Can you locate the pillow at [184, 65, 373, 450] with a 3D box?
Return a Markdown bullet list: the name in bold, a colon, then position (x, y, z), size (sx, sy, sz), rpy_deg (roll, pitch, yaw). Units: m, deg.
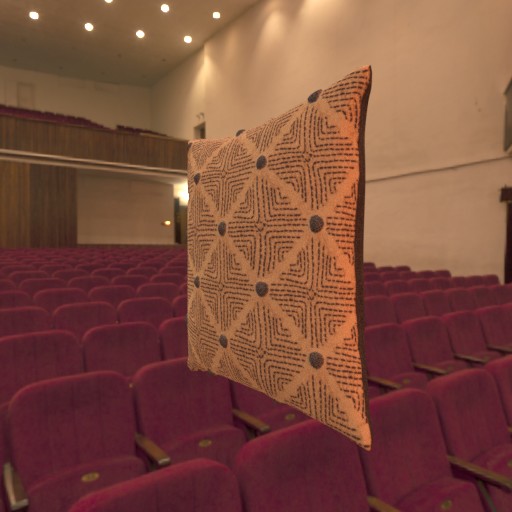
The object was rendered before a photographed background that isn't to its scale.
- **pillow**: position (0.000, 0.000, 0.785), size (0.145, 0.510, 0.510), rpy_deg (0, 1, -36)
